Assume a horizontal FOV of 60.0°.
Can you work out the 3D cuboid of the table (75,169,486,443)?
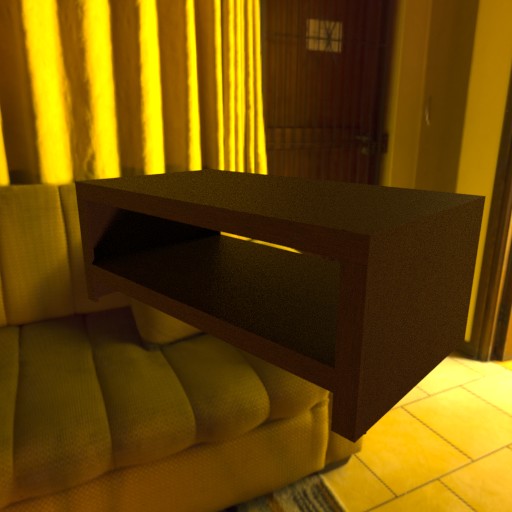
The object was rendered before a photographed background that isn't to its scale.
[{"bbox_3d":[0.000,0.000,1.381,1.099,0.424,0.597,15,22,41],"label":"table"}]
